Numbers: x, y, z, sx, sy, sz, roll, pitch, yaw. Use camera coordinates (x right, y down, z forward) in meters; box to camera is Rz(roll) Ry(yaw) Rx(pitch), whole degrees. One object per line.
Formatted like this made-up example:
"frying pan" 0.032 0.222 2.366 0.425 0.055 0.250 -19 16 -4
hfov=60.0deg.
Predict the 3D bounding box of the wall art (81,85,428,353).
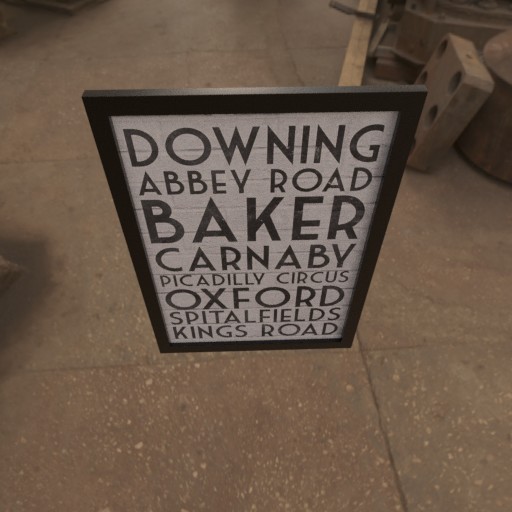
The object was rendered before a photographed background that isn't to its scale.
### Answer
"wall art" 0.000 0.000 0.837 0.462 0.656 0.019 -1 47 -1
